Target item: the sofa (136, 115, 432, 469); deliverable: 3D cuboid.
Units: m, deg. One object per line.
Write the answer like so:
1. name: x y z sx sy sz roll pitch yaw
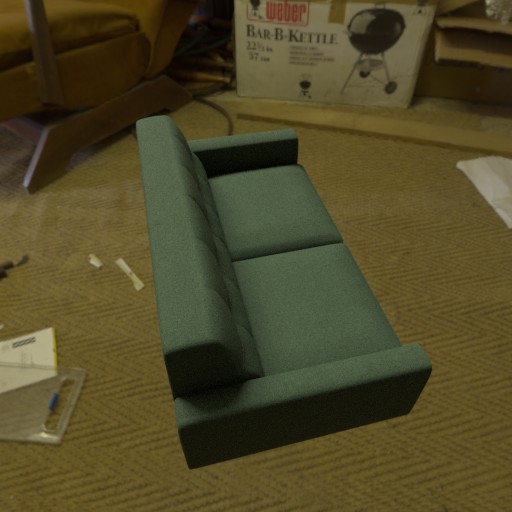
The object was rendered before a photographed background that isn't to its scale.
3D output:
1. sofa: 0.000 0.000 2.091 0.909 0.841 1.631 -10 47 -10
